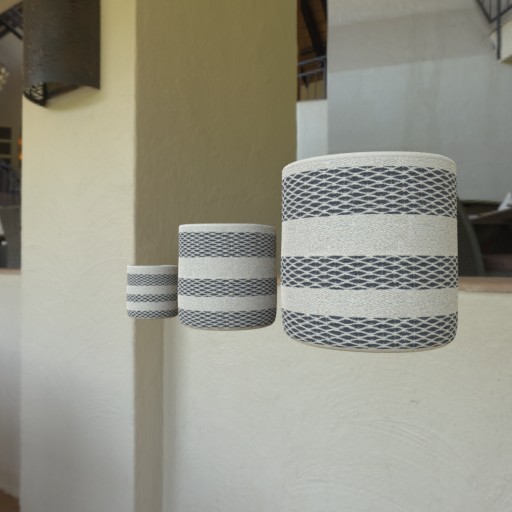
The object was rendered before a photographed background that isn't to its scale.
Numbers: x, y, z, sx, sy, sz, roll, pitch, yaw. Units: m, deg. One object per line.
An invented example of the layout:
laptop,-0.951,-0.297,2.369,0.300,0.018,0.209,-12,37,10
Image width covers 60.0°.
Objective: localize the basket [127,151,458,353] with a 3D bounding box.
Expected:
basket,0.000,0.000,1.091,0.917,0.356,0.351,-1,-1,37
